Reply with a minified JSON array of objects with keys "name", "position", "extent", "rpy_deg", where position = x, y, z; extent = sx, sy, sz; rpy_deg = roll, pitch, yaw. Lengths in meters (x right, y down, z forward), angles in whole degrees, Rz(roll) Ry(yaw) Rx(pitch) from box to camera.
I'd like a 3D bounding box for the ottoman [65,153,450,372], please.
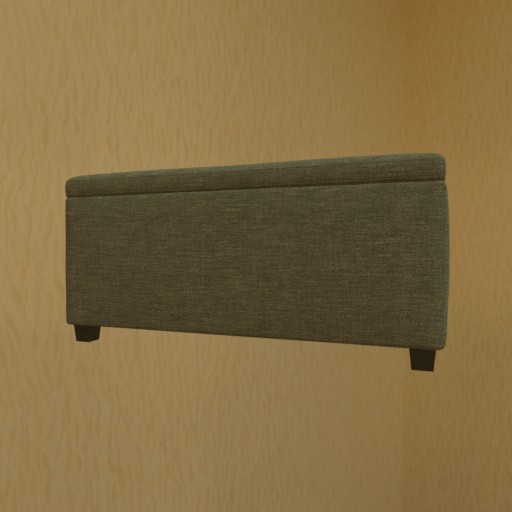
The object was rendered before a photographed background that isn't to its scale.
[{"name":"ottoman","position":[0.000,0.000,1.148],"extent":[0.902,0.432,0.419],"rpy_deg":[0,1,19]}]
